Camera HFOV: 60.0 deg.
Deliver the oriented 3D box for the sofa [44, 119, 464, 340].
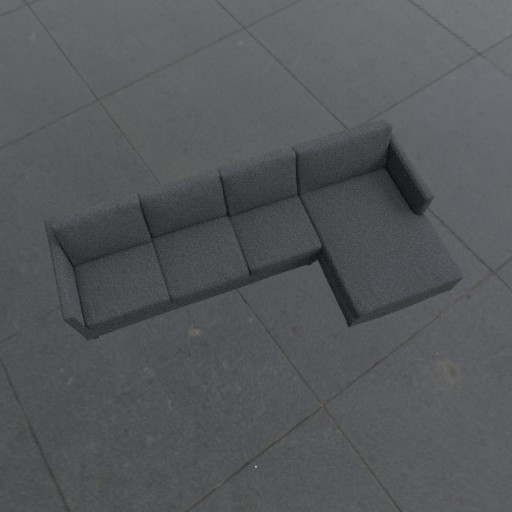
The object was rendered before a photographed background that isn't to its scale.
[{"bbox_3d":[0.000,0.000,3.814,3.186,0.846,1.625,-18,66,-9],"label":"sofa"}]
